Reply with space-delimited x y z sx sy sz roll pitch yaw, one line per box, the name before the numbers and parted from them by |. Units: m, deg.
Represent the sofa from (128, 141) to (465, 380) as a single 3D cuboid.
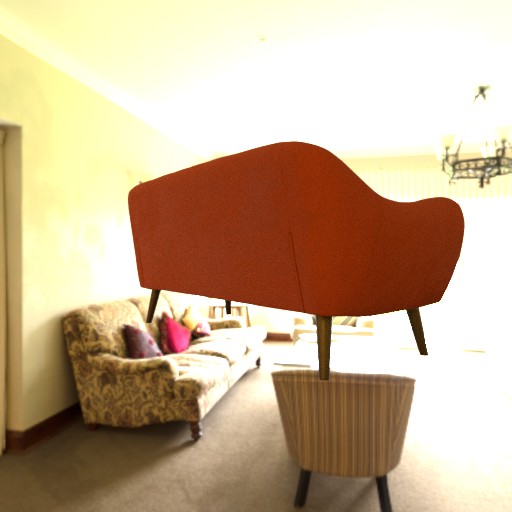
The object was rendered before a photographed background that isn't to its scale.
sofa | 0.000 0.000 2.296 0.820 0.836 1.840 -1 1 -37
